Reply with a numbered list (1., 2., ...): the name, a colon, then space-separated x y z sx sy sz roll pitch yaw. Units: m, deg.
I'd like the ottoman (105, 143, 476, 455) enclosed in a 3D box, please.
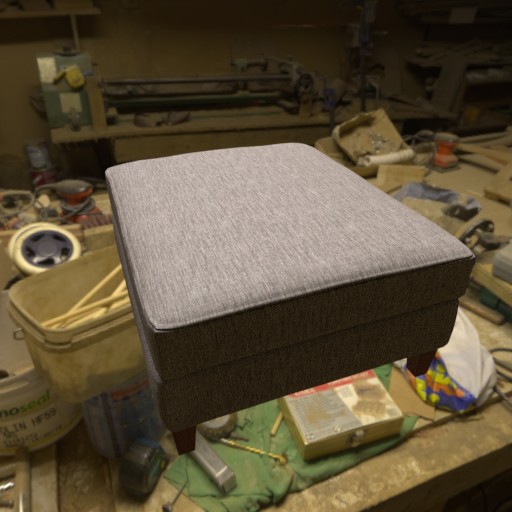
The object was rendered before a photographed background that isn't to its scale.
1. ottoman: 0.000 0.000 1.465 0.839 0.492 0.994 -12 34 -18
